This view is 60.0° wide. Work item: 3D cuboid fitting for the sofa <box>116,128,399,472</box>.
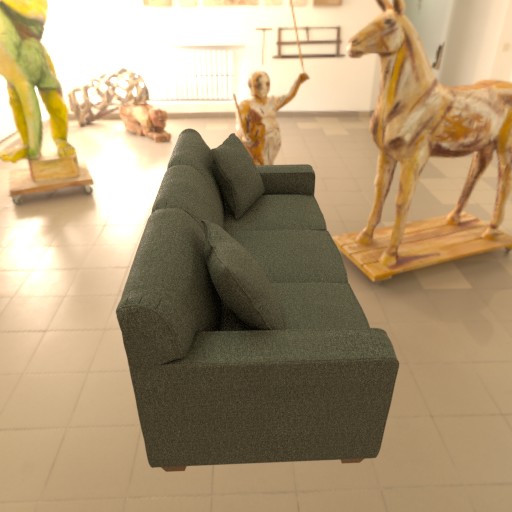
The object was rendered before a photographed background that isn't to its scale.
[{"bbox_3d":[0.000,0.000,2.475,0.997,0.958,2.024,-1,31,-2],"label":"sofa"}]
